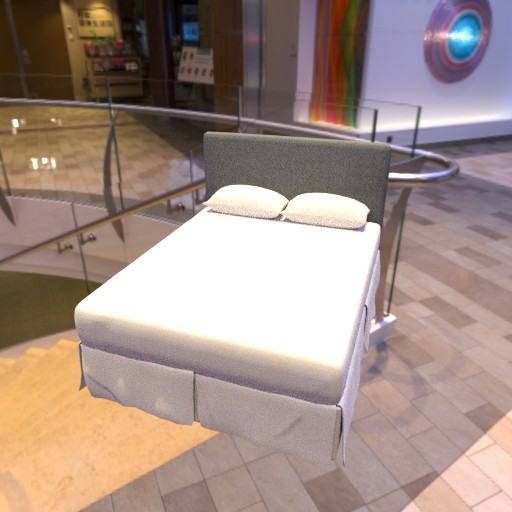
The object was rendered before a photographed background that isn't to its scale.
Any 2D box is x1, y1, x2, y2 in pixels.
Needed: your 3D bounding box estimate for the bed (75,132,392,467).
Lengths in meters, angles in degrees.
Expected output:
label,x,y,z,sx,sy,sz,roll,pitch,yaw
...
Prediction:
label,x,y,z,sx,sy,sz,roll,pitch,yaw
bed,0.000,0.000,3.203,1.723,1.330,2.142,9,27,17
